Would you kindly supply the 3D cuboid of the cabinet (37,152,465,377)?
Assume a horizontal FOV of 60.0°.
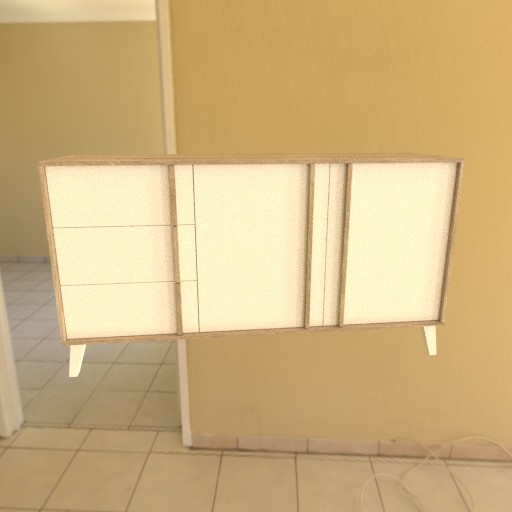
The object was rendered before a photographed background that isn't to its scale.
[{"bbox_3d":[0.000,0.000,1.981,1.600,0.870,0.450,-2,16,-7],"label":"cabinet"}]
